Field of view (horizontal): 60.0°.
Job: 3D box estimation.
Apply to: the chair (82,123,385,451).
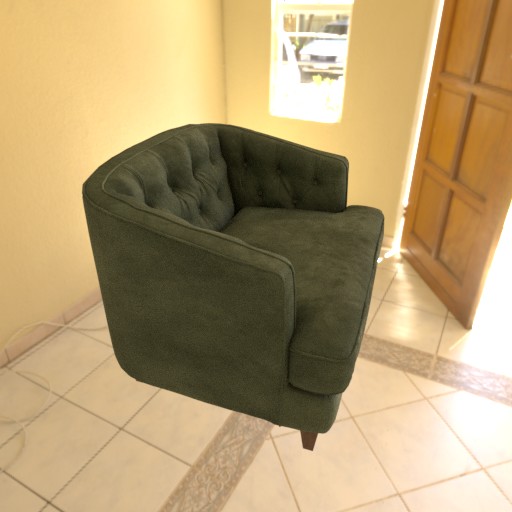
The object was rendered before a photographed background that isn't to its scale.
[{"bbox_3d":[0.000,0.000,1.782,0.941,0.852,1.104,10,31,16],"label":"chair"}]
